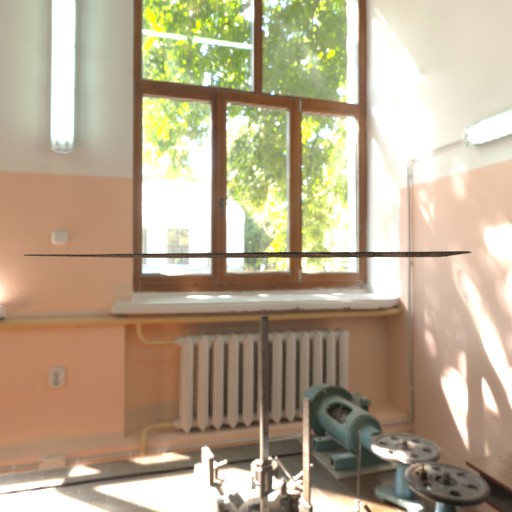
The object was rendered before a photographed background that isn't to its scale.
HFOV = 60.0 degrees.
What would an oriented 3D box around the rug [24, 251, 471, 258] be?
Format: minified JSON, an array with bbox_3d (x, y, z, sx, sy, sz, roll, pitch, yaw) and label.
[{"bbox_3d":[0.000,0.000,2.986,2.434,0.015,1.520,0,-1,18],"label":"rug"}]
